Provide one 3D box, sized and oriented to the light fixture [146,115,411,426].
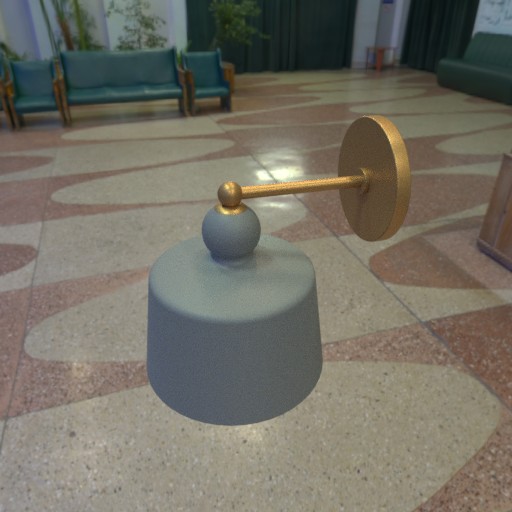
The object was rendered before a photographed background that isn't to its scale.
[{"bbox_3d":[0.000,0.000,0.460,0.254,0.268,0.204,-8,31,-13],"label":"light fixture"}]
